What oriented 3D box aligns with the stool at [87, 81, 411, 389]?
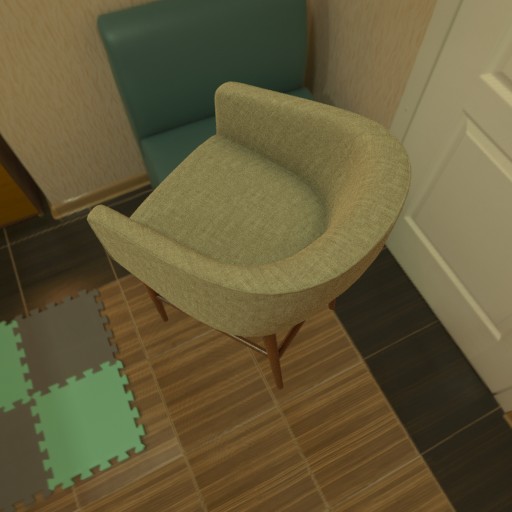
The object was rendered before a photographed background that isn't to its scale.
[{"bbox_3d":[0.000,0.000,1.332,0.635,0.952,0.559,32,67,15],"label":"stool"}]
